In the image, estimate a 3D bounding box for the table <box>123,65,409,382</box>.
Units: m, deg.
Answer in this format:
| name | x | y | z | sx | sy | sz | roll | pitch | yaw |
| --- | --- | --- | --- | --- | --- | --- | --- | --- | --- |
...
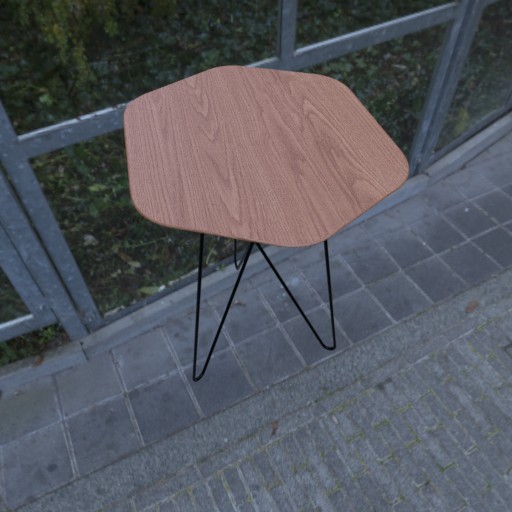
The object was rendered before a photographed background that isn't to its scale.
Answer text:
| name | x | y | z | sx | sy | sz | roll | pitch | yaw |
| --- | --- | --- | --- | --- | --- | --- | --- | --- | --- |
| table | 0.000 | 0.000 | 0.899 | 0.400 | 0.562 | 0.500 | -11 | 48 | -10 |
